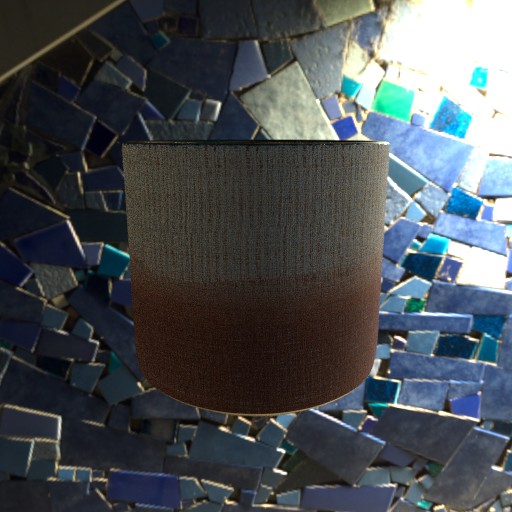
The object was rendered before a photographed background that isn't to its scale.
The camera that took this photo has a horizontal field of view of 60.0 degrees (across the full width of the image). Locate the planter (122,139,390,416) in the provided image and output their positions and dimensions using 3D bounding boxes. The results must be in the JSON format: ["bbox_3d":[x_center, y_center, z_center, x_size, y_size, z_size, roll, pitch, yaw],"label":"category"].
[{"bbox_3d":[0.000,0.000,0.399,0.221,0.201,0.221,0,15,0],"label":"planter"}]
